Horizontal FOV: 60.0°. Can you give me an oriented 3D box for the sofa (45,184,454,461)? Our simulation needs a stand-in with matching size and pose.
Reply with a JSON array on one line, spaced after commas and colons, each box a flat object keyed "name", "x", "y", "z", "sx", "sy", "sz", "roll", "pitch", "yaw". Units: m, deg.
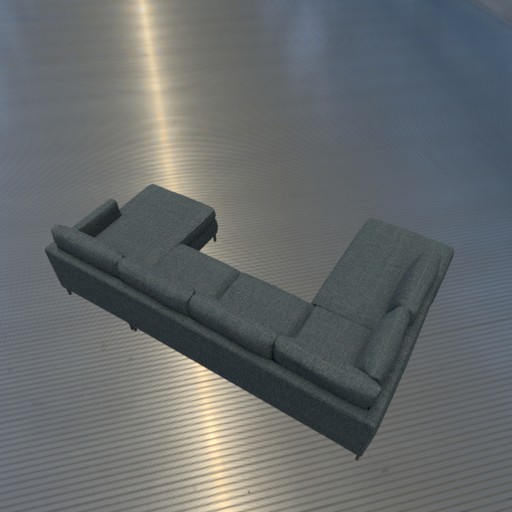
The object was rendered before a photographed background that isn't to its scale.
[{"name": "sofa", "x": 0.000, "y": 0.000, "z": 3.595, "sx": 2.737, "sy": 0.753, "sz": 1.879, "roll": 24, "pitch": 50, "yaw": 21}]
